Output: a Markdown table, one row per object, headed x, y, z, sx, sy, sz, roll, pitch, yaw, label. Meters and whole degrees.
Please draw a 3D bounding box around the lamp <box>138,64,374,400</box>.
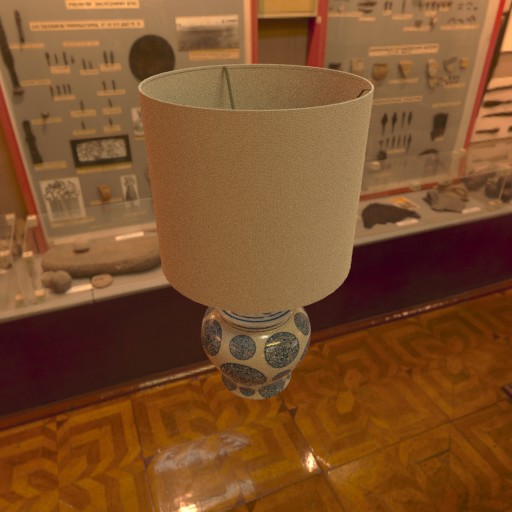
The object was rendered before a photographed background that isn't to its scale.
| x | y | z | sx | sy | sz | roll | pitch | yaw | label |
| --- | --- | --- | --- | --- | --- | --- | --- | --- | --- |
| 0.000 | 0.000 | 0.513 | 0.215 | 0.381 | 0.215 | -11 | 33 | -17 | lamp |
